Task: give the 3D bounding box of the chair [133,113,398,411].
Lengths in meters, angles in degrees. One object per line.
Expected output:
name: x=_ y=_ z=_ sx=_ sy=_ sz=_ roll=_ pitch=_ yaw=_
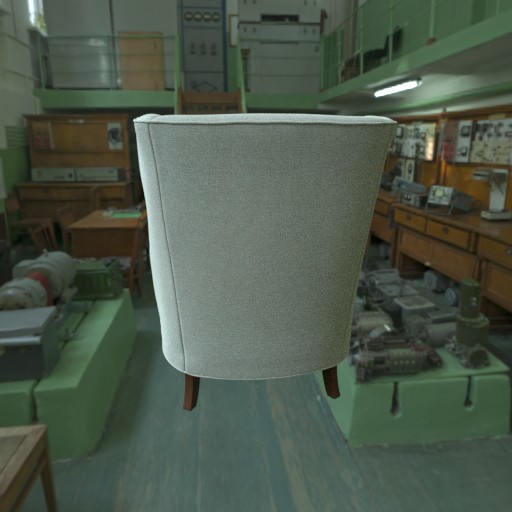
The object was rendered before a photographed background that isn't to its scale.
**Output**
chair: x=0.000 y=0.000 z=1.746 sx=0.838 sy=1.040 sz=0.966 roll=-2 pitch=15 yaw=-8
